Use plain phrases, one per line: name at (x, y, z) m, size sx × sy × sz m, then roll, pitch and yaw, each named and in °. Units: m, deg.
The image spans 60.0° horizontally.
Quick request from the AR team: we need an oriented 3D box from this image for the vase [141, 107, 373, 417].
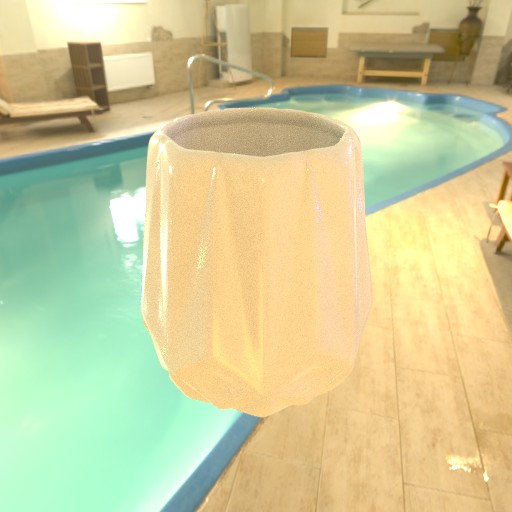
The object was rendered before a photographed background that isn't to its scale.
vase at (0.000, 0.000, 0.263) m, size 0.141 × 0.152 × 0.141 m, roll 0°, pitch 30°, yaw 0°
